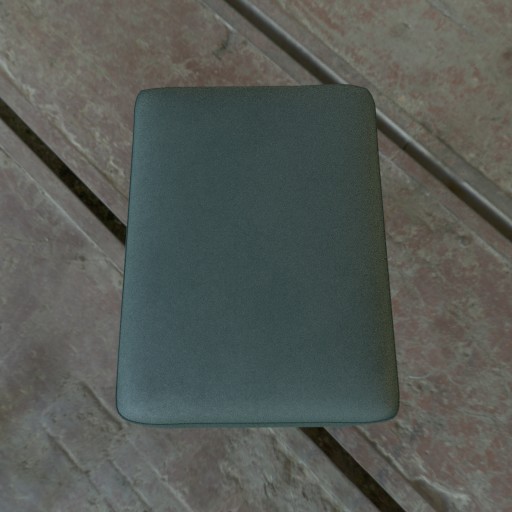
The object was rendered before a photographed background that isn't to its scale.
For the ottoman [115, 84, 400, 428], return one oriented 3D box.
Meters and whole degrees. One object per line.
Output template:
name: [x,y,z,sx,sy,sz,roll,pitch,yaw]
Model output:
ottoman: [0.000,0.000,1.154,0.608,0.449,0.811,-1,76,0]
